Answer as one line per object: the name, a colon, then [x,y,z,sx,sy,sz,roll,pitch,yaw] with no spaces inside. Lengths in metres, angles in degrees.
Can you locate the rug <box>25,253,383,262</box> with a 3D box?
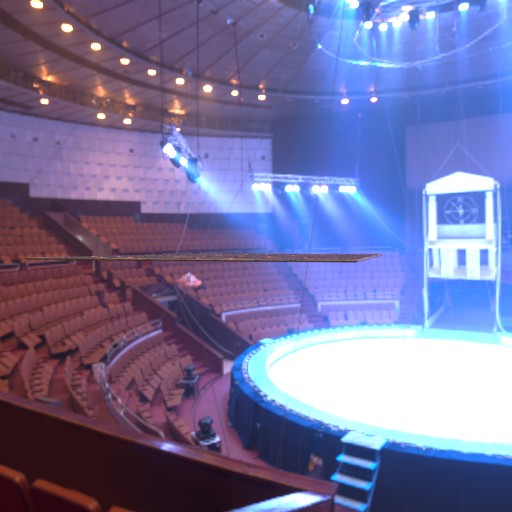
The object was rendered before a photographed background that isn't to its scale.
rug: [0.000,0.000,2.894,1.522,0.008,2.284,0,1,18]
